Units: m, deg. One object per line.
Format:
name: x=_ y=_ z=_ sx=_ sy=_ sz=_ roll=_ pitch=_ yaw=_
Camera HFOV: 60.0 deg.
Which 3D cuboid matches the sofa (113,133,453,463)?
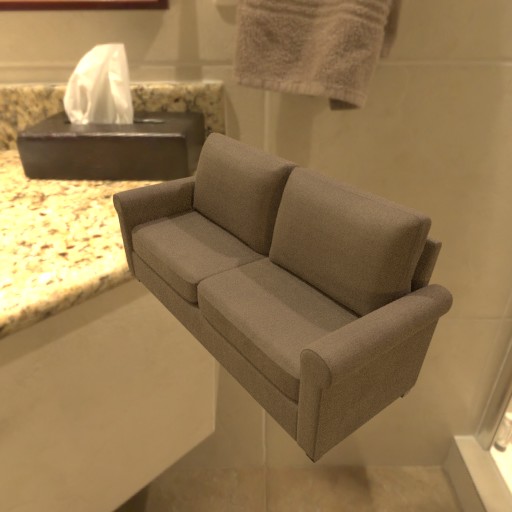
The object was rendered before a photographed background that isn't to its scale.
sofa: x=0.000 y=0.000 z=2.446 sx=0.842 sy=0.942 sz=1.935 roll=-21 pitch=37 yaw=-32
